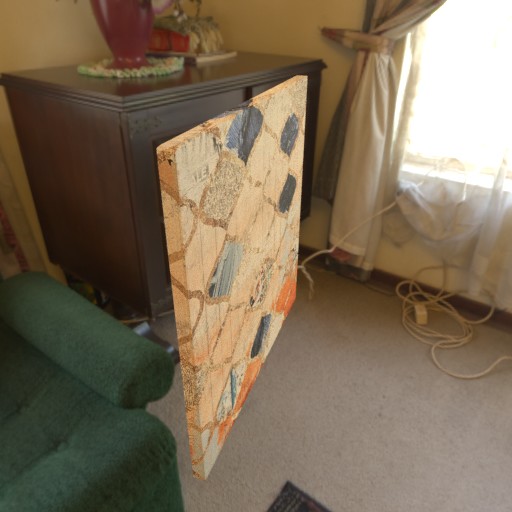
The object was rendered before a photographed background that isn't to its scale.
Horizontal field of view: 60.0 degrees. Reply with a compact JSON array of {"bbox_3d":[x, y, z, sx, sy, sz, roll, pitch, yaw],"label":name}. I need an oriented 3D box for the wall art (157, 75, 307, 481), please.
[{"bbox_3d":[0.000,0.000,1.349,0.039,0.914,0.912,10,31,17],"label":"wall art"}]
